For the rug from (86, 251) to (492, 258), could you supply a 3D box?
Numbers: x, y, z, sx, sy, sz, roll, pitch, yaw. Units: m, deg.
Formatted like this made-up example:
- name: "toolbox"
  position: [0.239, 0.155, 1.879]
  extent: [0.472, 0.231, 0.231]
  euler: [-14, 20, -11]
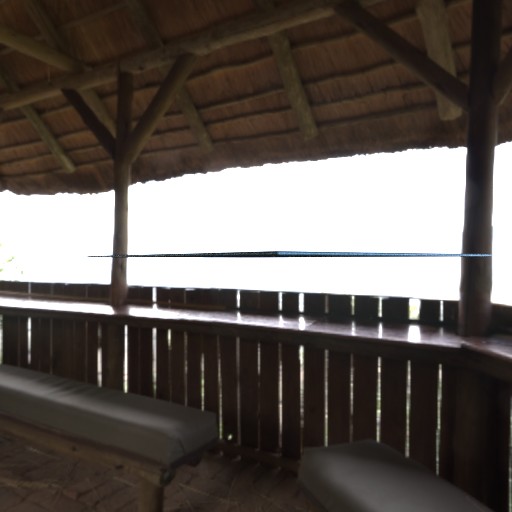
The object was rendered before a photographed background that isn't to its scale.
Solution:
- name: "rug"
  position: [0.000, 0.000, 3.497]
  extent: [1.830, 0.018, 2.769]
  euler: [0, -1, -36]
